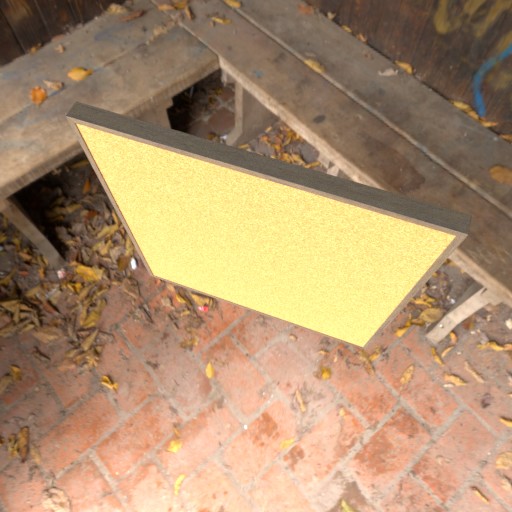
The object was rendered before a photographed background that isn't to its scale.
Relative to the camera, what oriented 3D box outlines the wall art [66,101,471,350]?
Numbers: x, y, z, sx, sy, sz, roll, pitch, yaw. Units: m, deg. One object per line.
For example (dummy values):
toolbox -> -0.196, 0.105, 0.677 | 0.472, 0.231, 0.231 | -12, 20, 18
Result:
wall art -> 0.000, 0.000, 1.135 | 0.758, 0.758, 0.039 | 18, 65, 9
